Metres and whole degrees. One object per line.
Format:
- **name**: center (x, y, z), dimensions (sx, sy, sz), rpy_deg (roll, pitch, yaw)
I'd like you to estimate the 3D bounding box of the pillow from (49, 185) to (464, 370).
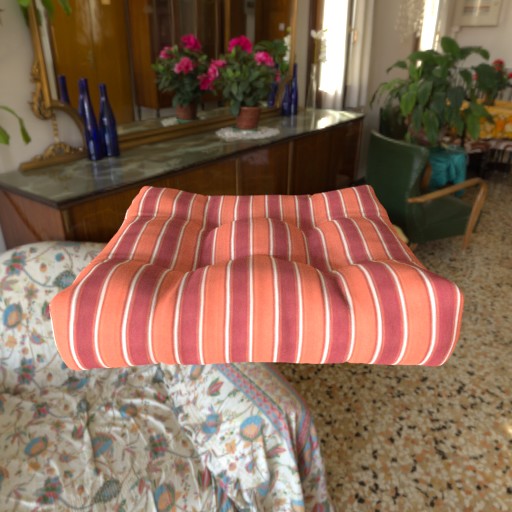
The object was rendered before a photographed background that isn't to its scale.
- **pillow**: center (0.000, 0.000, 0.720), dimensions (0.490, 0.133, 0.468), rpy_deg (0, 26, 0)
